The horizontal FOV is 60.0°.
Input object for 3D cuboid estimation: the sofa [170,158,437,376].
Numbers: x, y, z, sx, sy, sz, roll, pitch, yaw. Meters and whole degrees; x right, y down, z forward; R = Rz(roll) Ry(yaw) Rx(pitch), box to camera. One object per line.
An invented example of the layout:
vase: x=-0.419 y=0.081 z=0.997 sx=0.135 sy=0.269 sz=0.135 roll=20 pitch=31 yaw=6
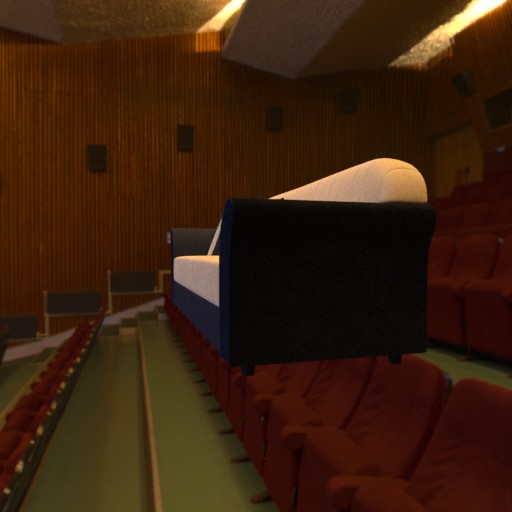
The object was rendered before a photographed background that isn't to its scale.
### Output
sofa: x=0.000 y=0.000 z=2.424 sx=0.749 sy=0.789 sz=2.006 roll=0 pitch=1 yaw=-16
